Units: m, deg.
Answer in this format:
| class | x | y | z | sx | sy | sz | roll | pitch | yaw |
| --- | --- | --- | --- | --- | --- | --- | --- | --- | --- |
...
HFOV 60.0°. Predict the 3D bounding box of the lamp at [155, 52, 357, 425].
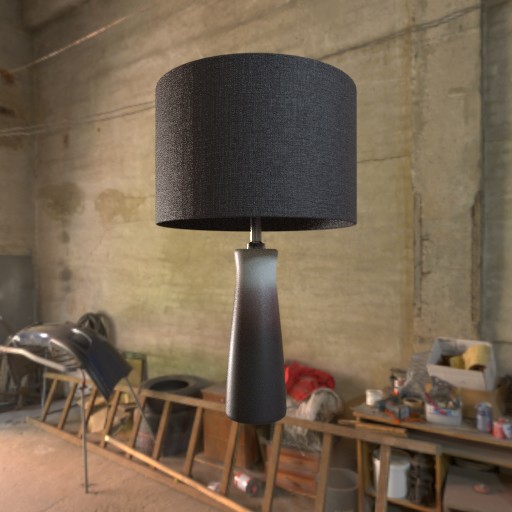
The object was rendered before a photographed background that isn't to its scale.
| class | x | y | z | sx | sy | sz | roll | pitch | yaw |
| --- | --- | --- | --- | --- | --- | --- | --- | --- | --- |
| lamp | 0.000 | 0.000 | 0.682 | 0.303 | 0.488 | 0.303 | 0 | 0 | 0 |
